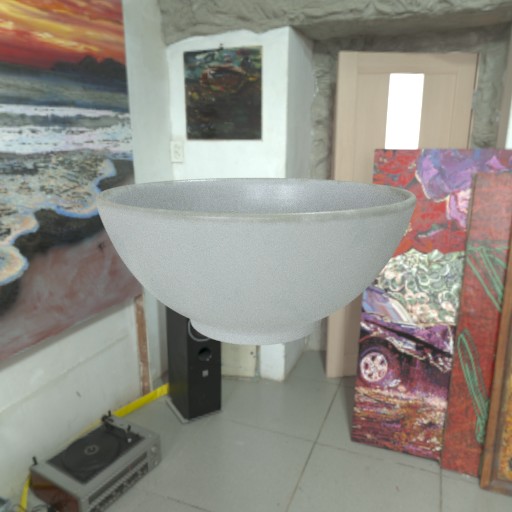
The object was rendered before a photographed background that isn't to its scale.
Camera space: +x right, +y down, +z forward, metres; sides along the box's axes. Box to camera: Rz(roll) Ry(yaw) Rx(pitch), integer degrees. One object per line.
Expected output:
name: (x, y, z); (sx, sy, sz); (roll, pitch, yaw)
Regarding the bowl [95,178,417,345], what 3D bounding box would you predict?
bowl: (0.000, 0.000, 0.406); (0.268, 0.121, 0.268); (0, 14, 0)
